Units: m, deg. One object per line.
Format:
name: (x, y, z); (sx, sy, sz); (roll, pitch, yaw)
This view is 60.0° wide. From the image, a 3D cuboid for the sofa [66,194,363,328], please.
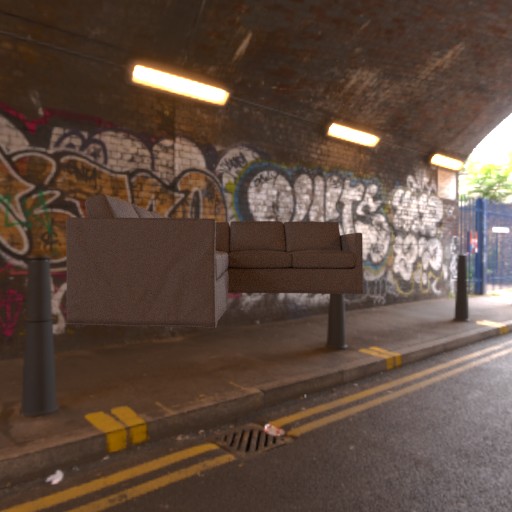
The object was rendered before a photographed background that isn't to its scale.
sofa: (0.000, 0.000, 4.333); (2.432, 0.871, 3.182); (0, 1, -1)
